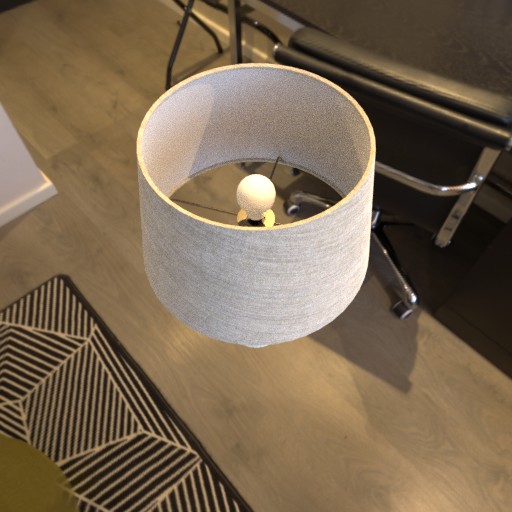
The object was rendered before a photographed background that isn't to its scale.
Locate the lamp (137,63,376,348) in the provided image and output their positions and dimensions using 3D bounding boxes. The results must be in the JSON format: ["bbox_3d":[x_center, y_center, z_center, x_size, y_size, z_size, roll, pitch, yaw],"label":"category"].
[{"bbox_3d":[0.000,0.000,0.818,0.390,0.580,0.390,0,57,0],"label":"lamp"}]
